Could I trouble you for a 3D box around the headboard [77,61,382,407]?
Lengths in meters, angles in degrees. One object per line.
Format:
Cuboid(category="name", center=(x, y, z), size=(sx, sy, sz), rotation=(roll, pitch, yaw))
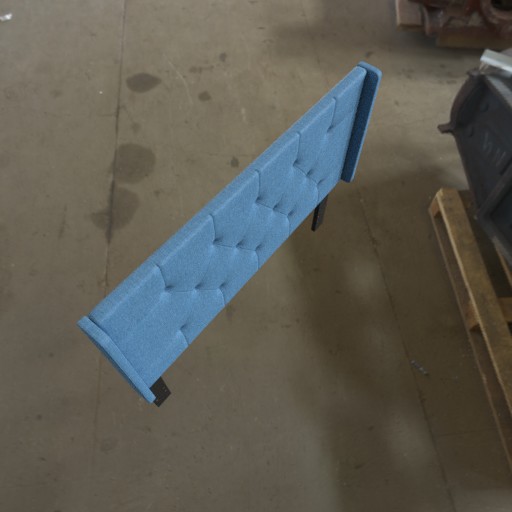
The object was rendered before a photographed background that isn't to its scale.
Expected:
Cuboid(category="headboard", center=(0.000, 0.000, 2.726), size=(0.184, 1.524, 2.051), rotation=(34, 64, 19))
